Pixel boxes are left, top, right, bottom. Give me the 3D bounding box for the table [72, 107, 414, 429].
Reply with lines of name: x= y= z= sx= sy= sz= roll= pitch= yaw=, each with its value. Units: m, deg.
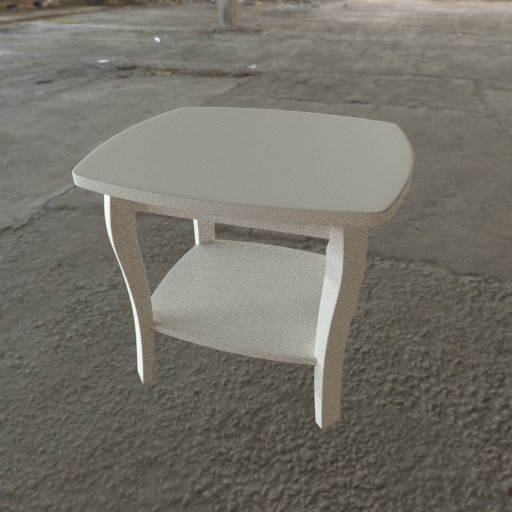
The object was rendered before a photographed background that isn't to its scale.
table: x=0.000 y=0.000 z=0.850 sx=0.502 sy=0.438 sz=0.451 roll=9 pitch=34 yaw=14
